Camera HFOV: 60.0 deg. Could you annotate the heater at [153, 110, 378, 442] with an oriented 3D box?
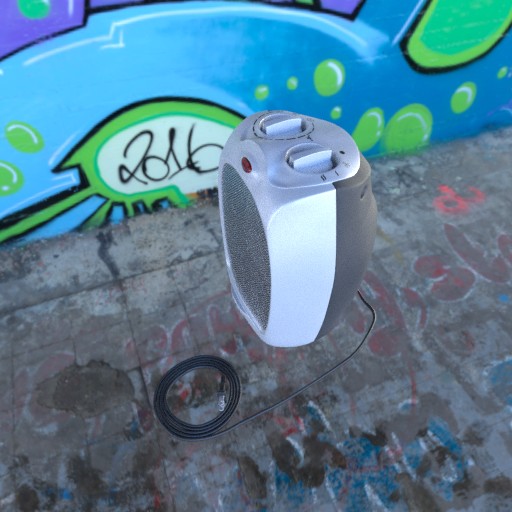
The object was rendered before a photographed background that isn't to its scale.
[{"bbox_3d":[0.000,0.000,0.471,0.291,0.240,0.239,-17,48,-15],"label":"heater"}]
